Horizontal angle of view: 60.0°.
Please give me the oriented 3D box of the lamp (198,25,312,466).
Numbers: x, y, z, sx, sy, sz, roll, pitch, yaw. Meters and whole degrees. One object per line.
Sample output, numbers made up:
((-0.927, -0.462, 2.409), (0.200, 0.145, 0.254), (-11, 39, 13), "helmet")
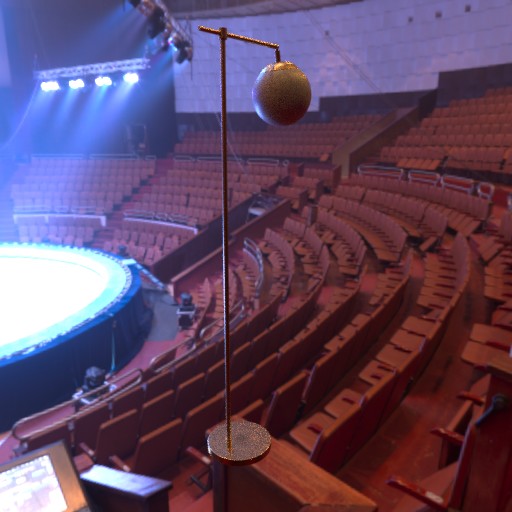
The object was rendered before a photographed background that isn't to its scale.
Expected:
((0.000, 0.000, 1.650), (0.476, 1.505, 0.249), (-12, 17, -43), "lamp")
